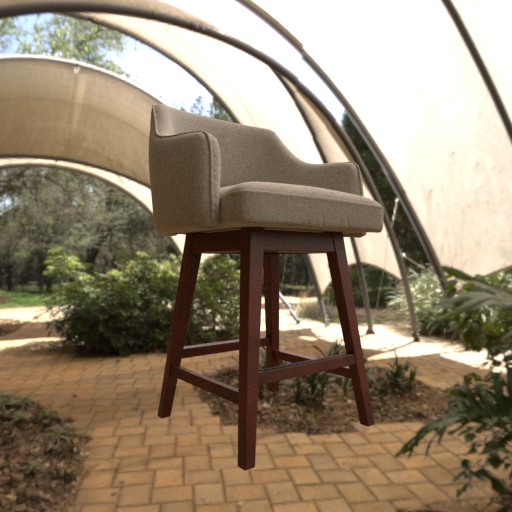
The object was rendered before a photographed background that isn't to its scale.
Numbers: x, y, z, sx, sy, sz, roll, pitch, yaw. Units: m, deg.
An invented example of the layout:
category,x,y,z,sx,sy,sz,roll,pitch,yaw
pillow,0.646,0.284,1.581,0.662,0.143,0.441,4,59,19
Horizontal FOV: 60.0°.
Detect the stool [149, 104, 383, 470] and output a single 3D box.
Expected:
category,x,y,z,sx,sy,sz,roll,pitch,yaw
stool,0.000,0.000,1.305,0.599,0.944,0.558,1,-1,-38
